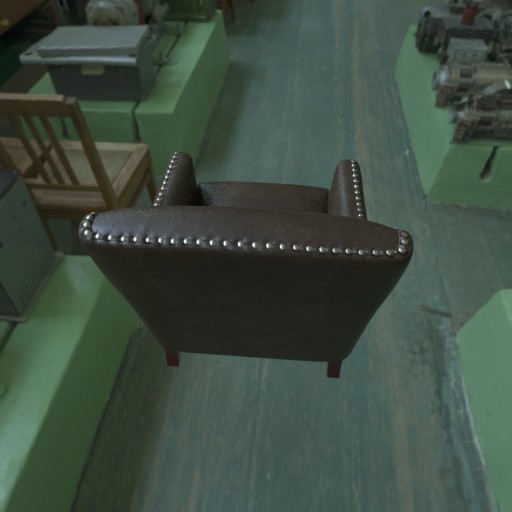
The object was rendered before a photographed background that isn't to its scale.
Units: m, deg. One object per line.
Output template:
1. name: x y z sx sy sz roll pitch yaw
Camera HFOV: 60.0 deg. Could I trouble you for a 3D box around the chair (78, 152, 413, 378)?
1. chair: 0.000 0.000 1.314 0.639 0.813 0.704 3 47 3
